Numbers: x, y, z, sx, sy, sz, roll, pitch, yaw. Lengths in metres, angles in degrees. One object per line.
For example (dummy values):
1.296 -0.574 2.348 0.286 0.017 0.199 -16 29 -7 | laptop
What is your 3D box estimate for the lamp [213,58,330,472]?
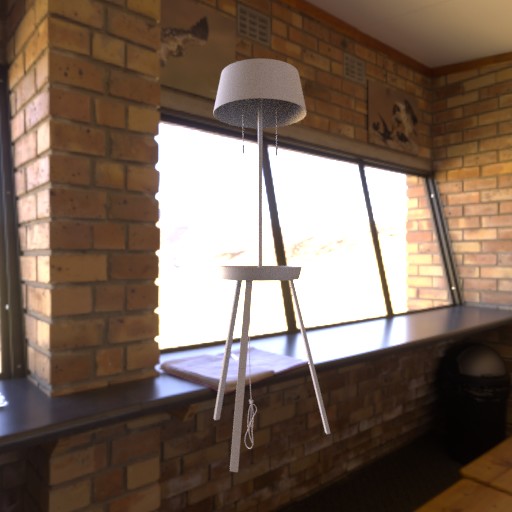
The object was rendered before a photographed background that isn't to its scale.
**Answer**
0.000 0.000 1.681 0.508 1.429 0.468 0 0 18 | lamp
